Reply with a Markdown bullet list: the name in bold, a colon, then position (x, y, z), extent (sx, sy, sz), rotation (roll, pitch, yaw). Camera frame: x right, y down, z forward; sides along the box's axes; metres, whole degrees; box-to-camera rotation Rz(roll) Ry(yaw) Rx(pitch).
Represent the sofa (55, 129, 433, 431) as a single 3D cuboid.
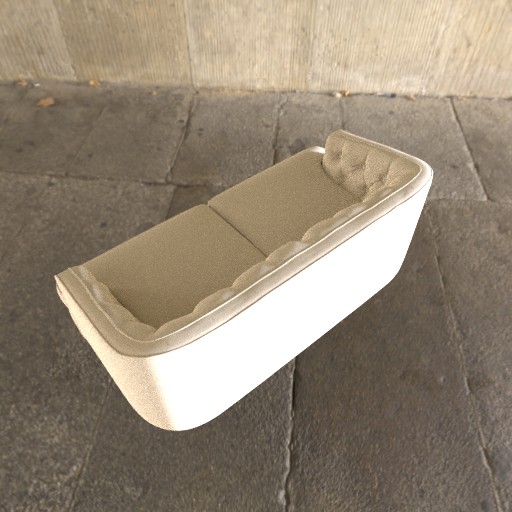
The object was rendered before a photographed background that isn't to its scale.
- **sofa**: position (0.000, 0.000, 2.258), extent (1.733, 0.855, 0.941), rotation (-32, 55, -25)
